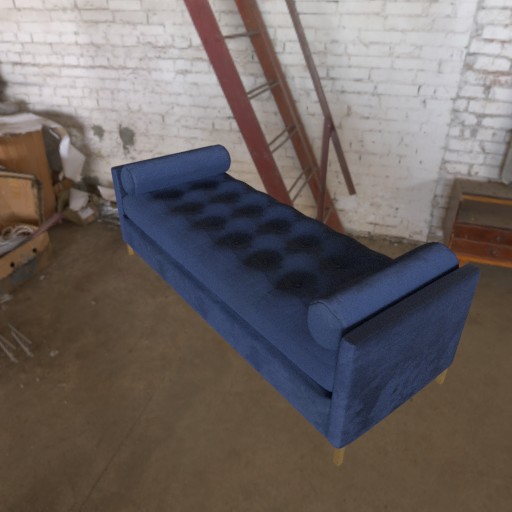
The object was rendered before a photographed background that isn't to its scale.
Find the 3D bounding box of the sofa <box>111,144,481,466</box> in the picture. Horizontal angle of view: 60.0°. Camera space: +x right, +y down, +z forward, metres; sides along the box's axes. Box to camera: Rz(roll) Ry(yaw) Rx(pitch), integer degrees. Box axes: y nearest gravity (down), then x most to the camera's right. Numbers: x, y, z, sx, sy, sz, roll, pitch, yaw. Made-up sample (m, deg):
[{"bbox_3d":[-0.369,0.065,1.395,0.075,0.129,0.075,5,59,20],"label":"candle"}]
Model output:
[{"bbox_3d":[0.000,0.000,2.477,0.796,0.705,2.102,-21,37,-31],"label":"sofa"}]
